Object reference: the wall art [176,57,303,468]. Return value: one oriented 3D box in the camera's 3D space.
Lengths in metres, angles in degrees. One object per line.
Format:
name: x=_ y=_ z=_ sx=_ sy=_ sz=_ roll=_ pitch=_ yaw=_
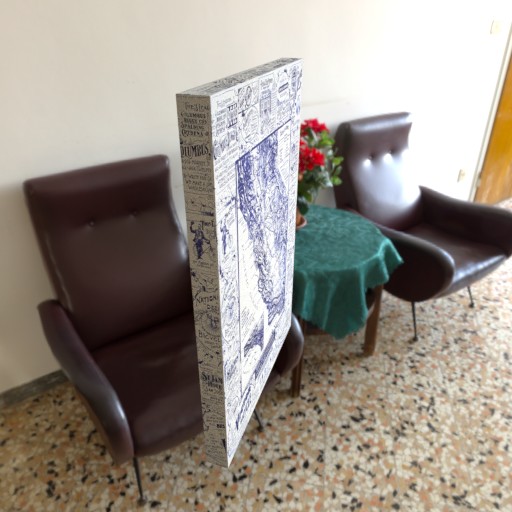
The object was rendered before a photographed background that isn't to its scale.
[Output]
wall art: x=0.000 y=0.000 z=0.776 sx=0.040 sy=0.601 sz=0.408 roll=9 pitch=31 yaw=16
